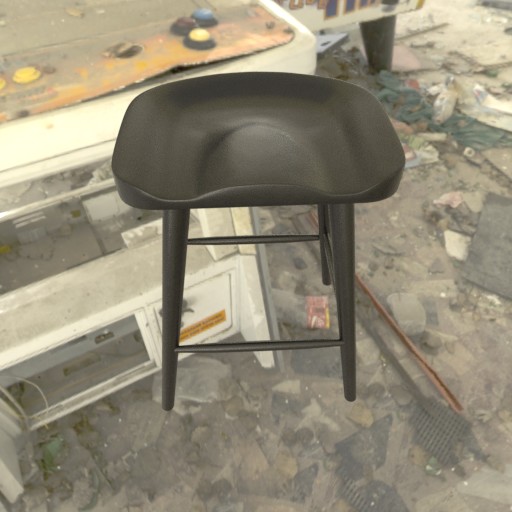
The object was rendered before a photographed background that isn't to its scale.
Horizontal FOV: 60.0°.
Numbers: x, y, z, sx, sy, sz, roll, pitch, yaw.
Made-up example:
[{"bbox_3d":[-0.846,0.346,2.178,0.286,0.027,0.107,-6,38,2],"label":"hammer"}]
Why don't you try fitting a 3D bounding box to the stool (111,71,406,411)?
[{"bbox_3d":[0.000,0.000,0.890,0.440,0.615,0.361,-2,48,-2],"label":"stool"}]
